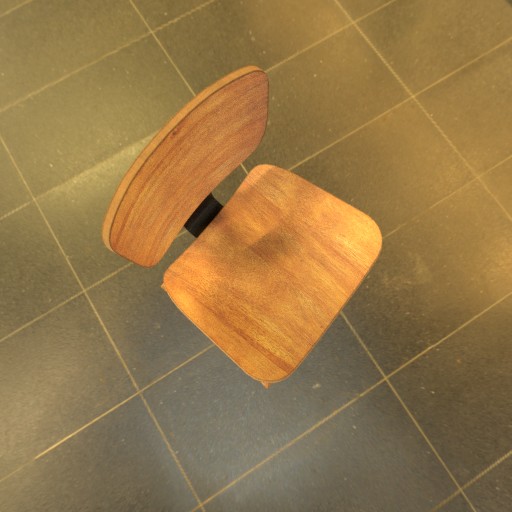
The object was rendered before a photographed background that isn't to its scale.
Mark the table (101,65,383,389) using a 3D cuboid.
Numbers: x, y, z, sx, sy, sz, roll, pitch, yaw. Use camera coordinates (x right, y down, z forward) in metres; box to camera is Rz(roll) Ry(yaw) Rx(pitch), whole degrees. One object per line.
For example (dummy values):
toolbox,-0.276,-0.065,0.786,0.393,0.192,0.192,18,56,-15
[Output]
table,0.000,0.000,1.127,0.500,0.805,0.499,37,79,8
